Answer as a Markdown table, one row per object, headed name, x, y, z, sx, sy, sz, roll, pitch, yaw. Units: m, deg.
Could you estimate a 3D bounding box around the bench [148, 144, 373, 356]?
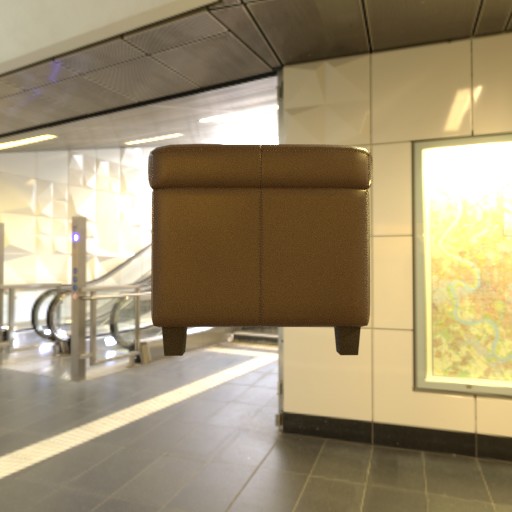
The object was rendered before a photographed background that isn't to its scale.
| name | x | y | z | sx | sy | sz | roll | pitch | yaw |
| --- | --- | --- | --- | --- | --- | --- | --- | --- | --- |
| bench | 0.000 | 0.000 | 1.441 | 0.450 | 0.417 | 1.219 | 0 | -1 | -1 |
